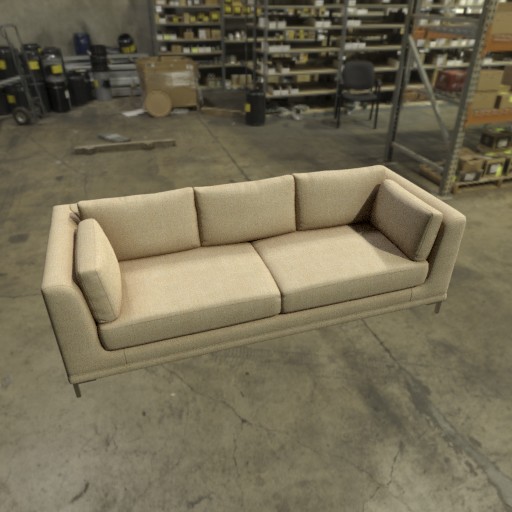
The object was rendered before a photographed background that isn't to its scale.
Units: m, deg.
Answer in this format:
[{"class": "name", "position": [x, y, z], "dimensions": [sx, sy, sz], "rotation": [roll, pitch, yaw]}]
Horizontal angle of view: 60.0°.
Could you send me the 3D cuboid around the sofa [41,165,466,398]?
[{"class": "sofa", "position": [0.000, 0.000, 2.912], "dimensions": [2.415, 0.867, 0.969], "rotation": [-10, 33, -15]}]
